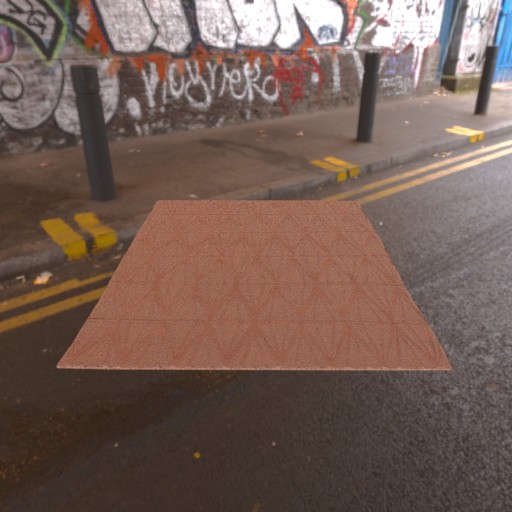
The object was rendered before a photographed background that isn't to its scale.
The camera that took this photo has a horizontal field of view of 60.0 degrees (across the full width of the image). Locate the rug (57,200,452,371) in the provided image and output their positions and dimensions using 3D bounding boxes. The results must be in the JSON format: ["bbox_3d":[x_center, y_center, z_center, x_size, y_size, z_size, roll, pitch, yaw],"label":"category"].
[{"bbox_3d":[0.000,0.000,4.076,2.453,0.043,3.052,0,27,0],"label":"rug"}]
